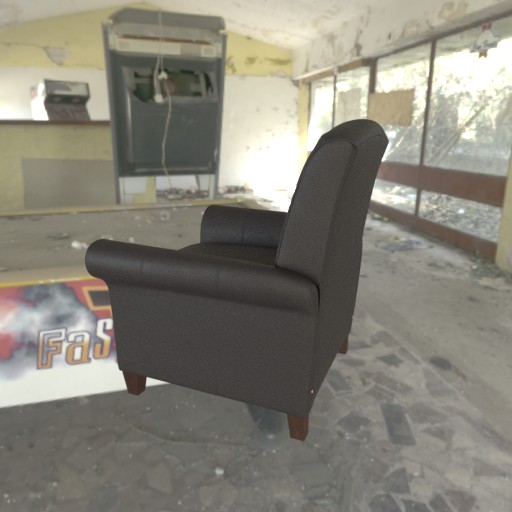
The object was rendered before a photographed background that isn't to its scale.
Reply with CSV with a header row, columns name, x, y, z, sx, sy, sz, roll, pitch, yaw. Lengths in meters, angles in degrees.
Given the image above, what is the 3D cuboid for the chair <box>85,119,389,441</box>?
name,x,y,z,sx,sy,sz,roll,pitch,yaw
chair,0.000,0.000,1.810,0.902,1.061,0.978,7,17,22
